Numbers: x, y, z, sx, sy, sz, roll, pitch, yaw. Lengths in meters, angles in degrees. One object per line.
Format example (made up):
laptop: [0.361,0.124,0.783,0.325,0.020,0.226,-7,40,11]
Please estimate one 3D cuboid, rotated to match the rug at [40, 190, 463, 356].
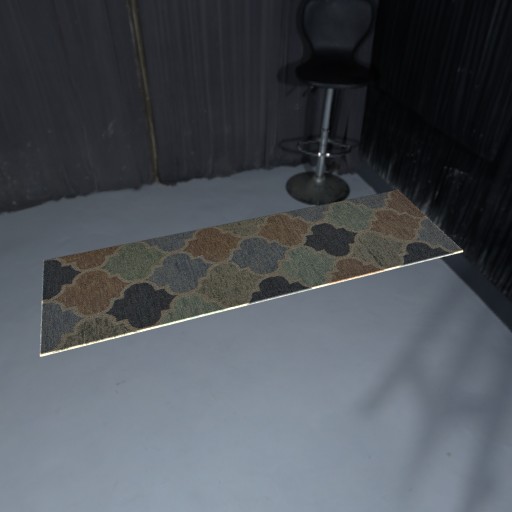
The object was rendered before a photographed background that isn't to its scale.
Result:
rug: [0.000,0.000,2.518,2.287,0.011,0.687,-12,42,-14]
